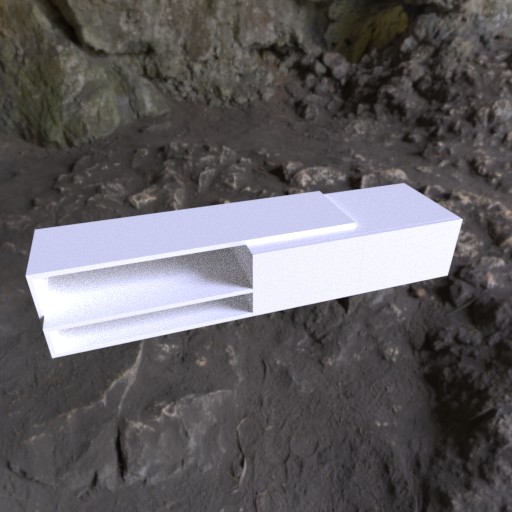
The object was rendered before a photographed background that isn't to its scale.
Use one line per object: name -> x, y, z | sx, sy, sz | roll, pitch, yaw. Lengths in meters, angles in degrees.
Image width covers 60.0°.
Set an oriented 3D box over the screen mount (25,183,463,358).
screen mount -> 0.000, 0.000, 1.868 | 1.680, 0.320, 0.420 | -10, 33, -16
